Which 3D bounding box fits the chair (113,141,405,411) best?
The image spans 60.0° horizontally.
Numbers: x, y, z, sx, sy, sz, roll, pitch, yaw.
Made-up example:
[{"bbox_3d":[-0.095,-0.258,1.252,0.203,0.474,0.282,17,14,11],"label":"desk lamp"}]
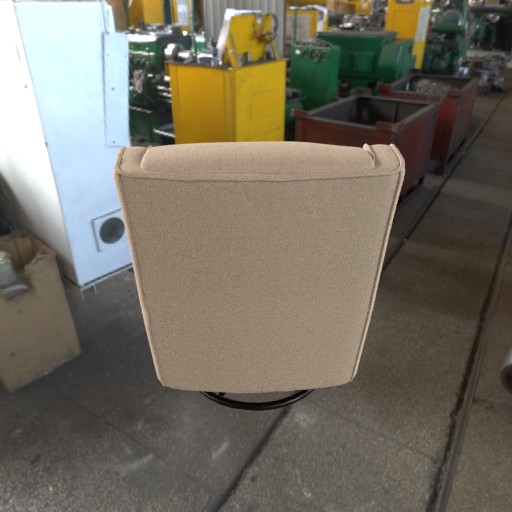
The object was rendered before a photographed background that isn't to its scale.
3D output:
[{"bbox_3d":[0.000,0.000,1.567,0.732,0.993,0.879,-1,31,-1],"label":"chair"}]
